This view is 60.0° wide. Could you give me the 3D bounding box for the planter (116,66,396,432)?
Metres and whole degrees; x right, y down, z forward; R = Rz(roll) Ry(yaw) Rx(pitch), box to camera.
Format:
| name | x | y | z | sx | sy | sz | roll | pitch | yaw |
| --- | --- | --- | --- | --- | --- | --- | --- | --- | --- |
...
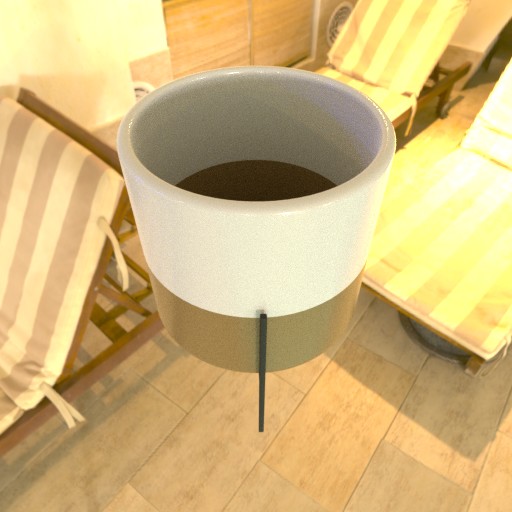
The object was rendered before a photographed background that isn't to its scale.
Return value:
| name | x | y | z | sx | sy | sz | roll | pitch | yaw |
| --- | --- | --- | --- | --- | --- | --- | --- | --- | --- |
| planter | 0.000 | 0.000 | 0.641 | 0.310 | 0.432 | 0.310 | 33 | 55 | 28 |
